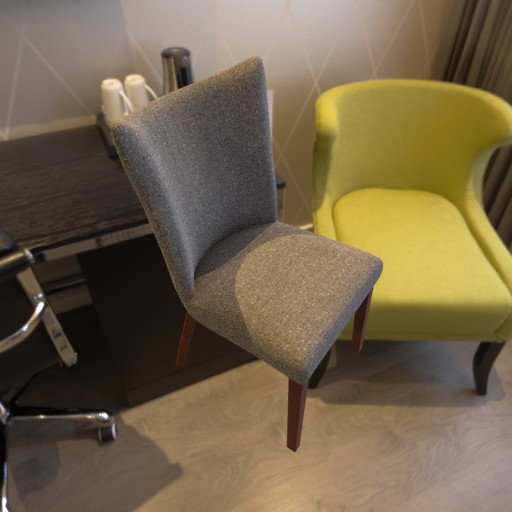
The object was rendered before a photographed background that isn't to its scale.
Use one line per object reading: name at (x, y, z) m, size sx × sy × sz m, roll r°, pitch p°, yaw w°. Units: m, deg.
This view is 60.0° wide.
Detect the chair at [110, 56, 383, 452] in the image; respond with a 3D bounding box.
chair at (0.000, 0.000, 1.295) m, size 0.623 × 0.924 × 0.535 m, roll 25°, pitch 47°, yaw 25°
